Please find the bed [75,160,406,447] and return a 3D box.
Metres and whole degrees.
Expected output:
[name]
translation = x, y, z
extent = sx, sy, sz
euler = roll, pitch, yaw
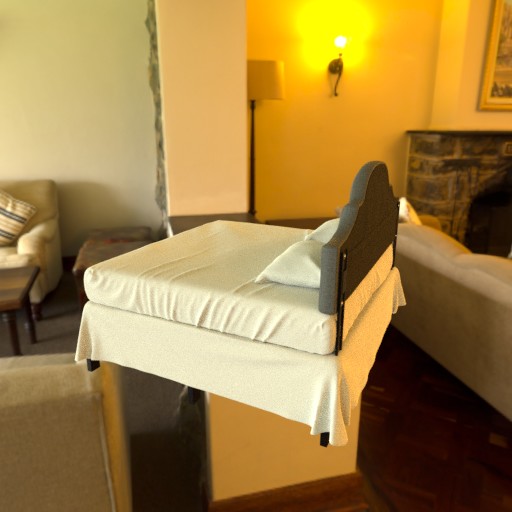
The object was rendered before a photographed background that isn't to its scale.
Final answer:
[bed]
translation = 0.000, 0.000, 3.728
extent = 2.222, 1.631, 2.303
euler = 8, 18, 25
